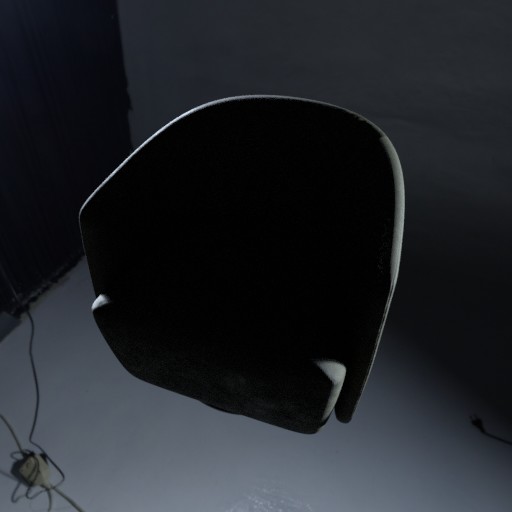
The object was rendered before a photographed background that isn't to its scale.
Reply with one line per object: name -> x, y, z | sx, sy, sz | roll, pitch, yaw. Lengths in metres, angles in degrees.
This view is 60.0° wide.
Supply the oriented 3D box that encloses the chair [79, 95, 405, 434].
chair -> 0.000, 0.000, 1.308 | 0.773, 0.698, 0.767 | 13, 42, 15
